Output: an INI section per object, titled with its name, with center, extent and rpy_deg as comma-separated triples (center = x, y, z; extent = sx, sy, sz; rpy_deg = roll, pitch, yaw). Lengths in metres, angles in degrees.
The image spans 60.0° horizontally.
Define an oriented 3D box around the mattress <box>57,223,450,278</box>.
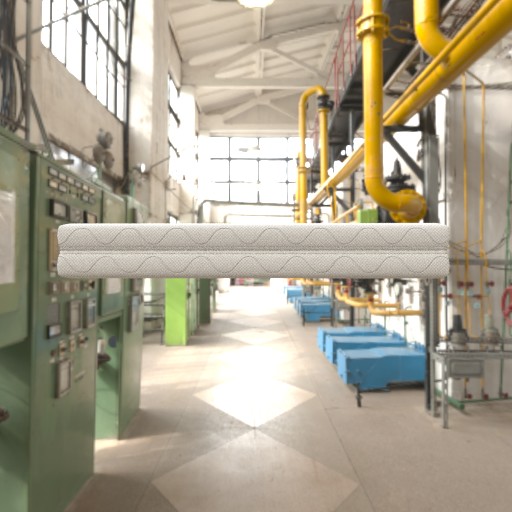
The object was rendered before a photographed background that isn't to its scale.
[mattress]
center = 0.000, 0.000, 2.522
extent = 1.400, 0.200, 1.900
rpy_deg = 0, -1, 1
